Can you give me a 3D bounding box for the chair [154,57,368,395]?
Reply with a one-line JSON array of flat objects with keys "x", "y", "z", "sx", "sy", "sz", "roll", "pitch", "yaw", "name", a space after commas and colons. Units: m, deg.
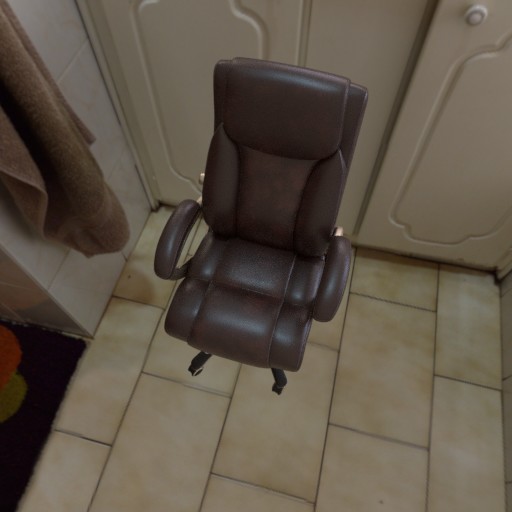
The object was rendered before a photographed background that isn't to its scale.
[{"x": 0.000, "y": 0.000, "z": 1.693, "sx": 0.692, "sy": 1.194, "sz": 0.749, "roll": 14, "pitch": 61, "yaw": 8, "name": "chair"}]
